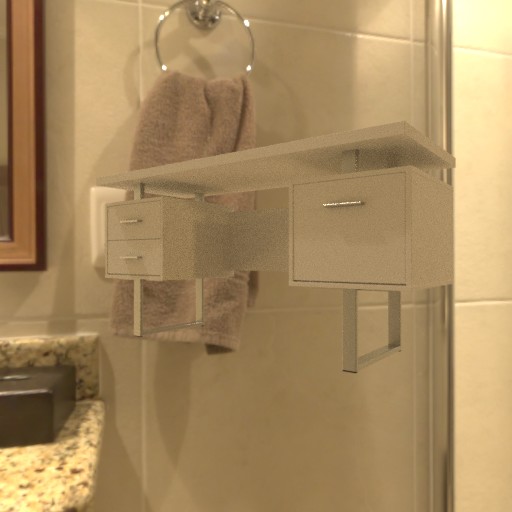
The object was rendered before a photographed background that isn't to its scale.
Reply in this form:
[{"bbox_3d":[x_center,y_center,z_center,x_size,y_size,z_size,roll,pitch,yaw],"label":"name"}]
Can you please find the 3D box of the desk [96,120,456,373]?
[{"bbox_3d":[0.000,0.000,1.971,1.530,0.773,0.603,0,0,37],"label":"desk"}]
